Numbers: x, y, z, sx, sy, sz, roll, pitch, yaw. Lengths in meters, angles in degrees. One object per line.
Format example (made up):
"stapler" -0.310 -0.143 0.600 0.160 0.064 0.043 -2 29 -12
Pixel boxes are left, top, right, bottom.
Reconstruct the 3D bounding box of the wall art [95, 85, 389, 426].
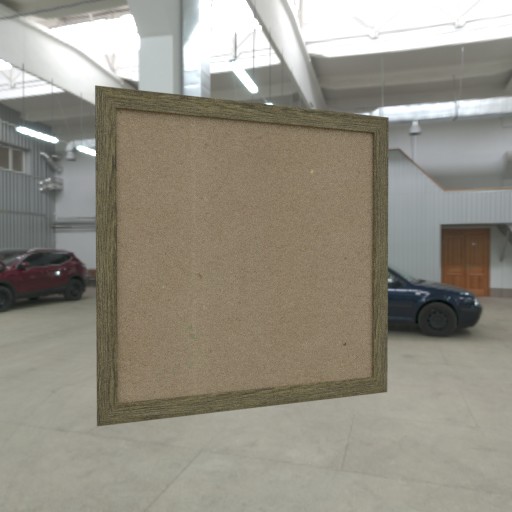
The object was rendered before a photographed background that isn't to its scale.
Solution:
"wall art" 0.000 0.000 0.749 0.508 0.508 0.019 0 1 -18
